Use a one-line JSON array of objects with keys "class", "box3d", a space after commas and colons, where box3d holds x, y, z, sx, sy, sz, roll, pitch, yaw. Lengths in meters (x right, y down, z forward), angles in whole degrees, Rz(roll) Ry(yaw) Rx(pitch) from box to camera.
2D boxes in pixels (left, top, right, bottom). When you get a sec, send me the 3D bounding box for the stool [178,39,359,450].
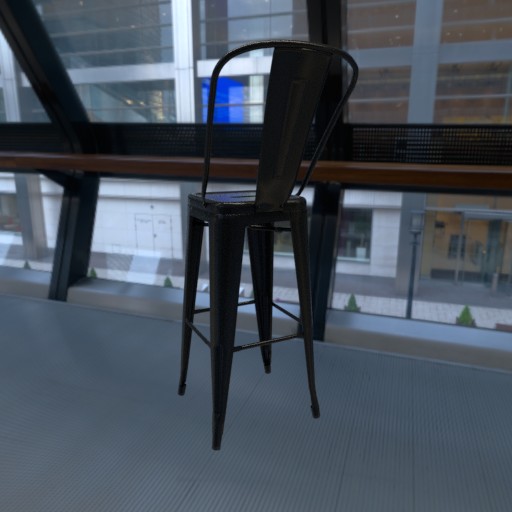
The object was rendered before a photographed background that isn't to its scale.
[{"class": "stool", "box3d": [0.000, 0.000, 1.335, 0.399, 1.096, 0.513, -7, 15, -26]}]
